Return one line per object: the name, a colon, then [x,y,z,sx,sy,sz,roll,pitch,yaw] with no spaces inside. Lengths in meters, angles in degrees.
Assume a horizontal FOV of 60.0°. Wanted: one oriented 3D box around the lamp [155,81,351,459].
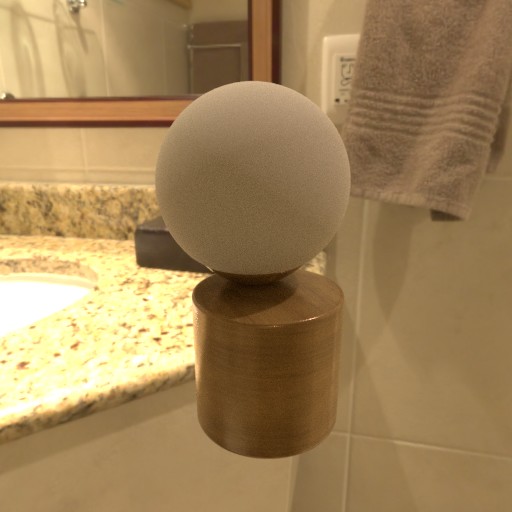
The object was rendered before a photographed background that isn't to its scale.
lamp: [0.000,0.000,0.340,0.141,0.250,0.152,-8,19,-23]
